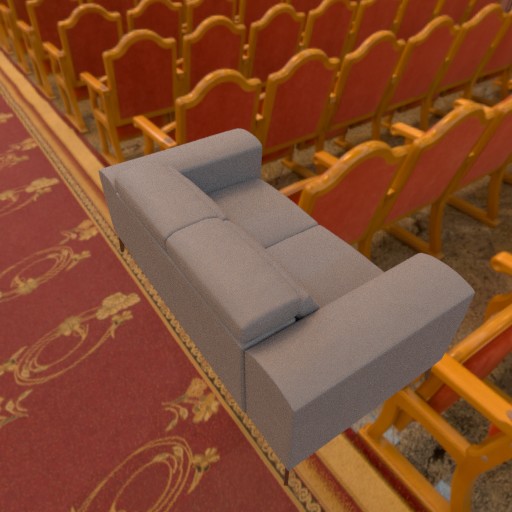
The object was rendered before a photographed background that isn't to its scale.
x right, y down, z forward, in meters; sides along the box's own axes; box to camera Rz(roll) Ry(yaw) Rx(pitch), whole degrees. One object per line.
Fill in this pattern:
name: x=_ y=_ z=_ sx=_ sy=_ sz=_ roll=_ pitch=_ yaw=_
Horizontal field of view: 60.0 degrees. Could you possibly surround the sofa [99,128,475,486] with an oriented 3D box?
sofa: x=0.000 y=0.000 z=2.389 sx=1.003 sy=0.779 sz=1.895 roll=-24 pitch=47 yaw=-25
